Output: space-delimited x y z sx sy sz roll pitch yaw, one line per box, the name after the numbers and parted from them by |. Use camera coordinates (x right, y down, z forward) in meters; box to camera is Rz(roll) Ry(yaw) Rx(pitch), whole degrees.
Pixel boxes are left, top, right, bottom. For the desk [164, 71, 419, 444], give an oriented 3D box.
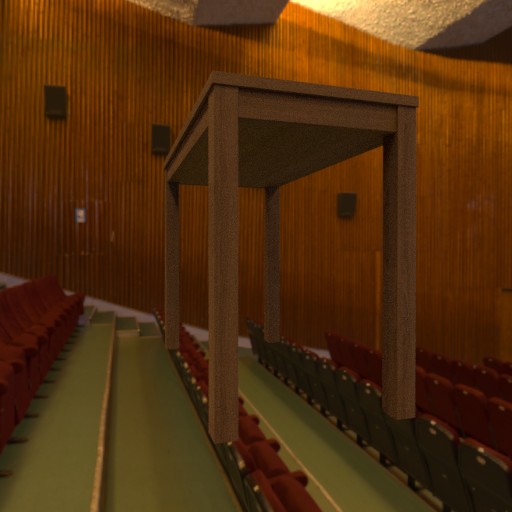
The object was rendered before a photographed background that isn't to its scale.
0.000 0.000 1.448 0.495 0.762 0.991 0 1 -17 | desk
